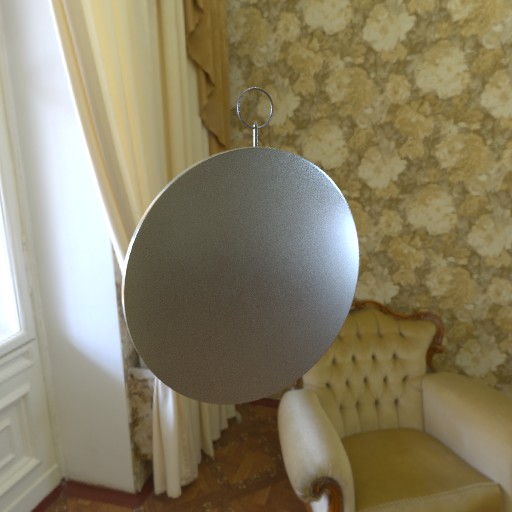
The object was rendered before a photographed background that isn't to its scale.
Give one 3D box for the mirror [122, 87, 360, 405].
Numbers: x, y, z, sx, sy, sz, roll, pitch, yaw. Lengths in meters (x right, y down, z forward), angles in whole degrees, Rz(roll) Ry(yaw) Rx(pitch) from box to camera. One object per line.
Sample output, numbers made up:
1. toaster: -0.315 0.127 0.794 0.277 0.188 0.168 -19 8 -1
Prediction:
1. mirror: 0.000 0.000 0.994 0.594 0.713 0.020 -7 16 -27
